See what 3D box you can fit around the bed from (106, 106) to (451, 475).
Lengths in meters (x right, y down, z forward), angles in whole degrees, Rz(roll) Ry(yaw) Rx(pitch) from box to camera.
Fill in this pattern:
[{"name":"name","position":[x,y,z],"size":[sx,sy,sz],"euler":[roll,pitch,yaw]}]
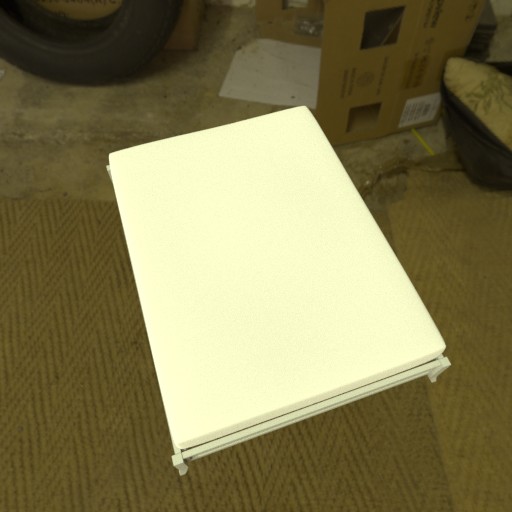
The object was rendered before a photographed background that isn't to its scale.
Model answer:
[{"name":"bed","position":[0.000,0.000,2.865],"size":[1.604,0.510,2.108],"euler":[-16,61,-10]}]
